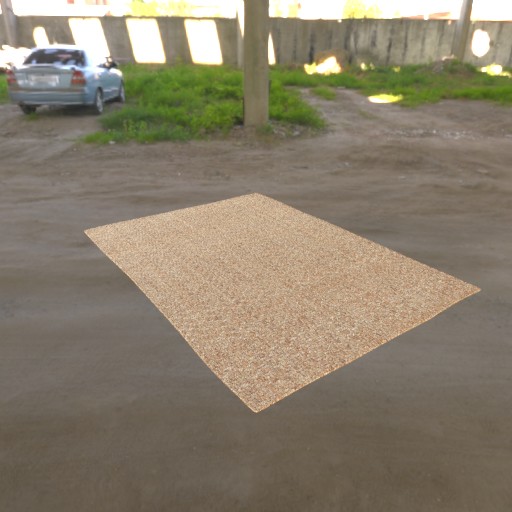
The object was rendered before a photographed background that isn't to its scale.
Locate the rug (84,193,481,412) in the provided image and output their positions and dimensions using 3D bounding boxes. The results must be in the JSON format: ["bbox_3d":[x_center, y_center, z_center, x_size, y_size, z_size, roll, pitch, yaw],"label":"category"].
[{"bbox_3d":[0.000,0.000,2.796,1.566,0.013,2.141,-17,31,-32],"label":"rug"}]
